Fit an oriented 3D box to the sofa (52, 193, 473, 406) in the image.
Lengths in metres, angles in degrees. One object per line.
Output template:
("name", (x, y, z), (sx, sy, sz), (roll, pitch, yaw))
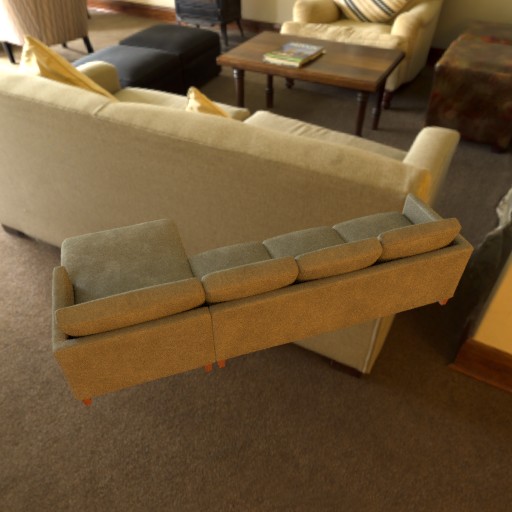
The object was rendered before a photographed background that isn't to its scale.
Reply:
("sofa", (0.000, 0.000, 4.113), (3.471, 0.950, 1.604), (-13, 43, -14))
